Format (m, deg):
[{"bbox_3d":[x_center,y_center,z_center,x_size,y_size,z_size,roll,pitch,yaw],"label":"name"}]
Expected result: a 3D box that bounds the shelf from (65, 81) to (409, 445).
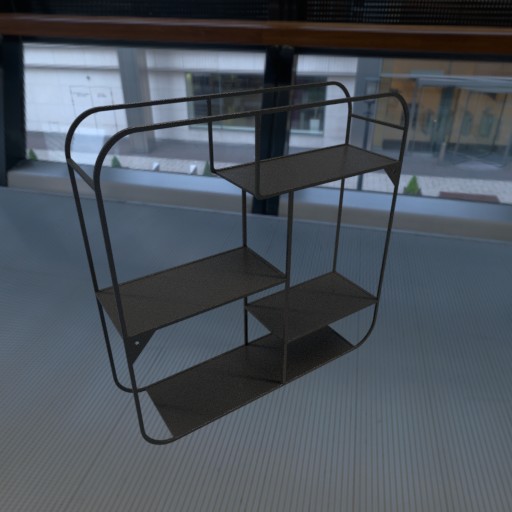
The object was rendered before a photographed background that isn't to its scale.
[{"bbox_3d":[0.000,0.000,0.884,0.600,0.600,0.160,-18,34,-29],"label":"shelf"}]
